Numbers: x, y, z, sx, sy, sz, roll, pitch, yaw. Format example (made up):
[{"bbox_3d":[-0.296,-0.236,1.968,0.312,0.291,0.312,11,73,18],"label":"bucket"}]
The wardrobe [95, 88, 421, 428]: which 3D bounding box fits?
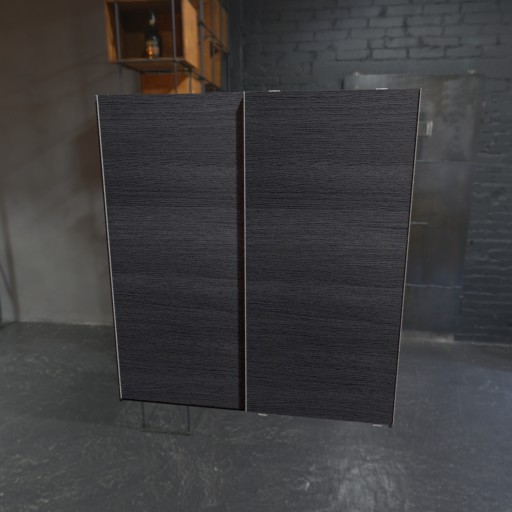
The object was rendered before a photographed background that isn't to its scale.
[{"bbox_3d":[0.000,0.000,2.888,1.780,1.960,0.629,2,14,9],"label":"wardrobe"}]
